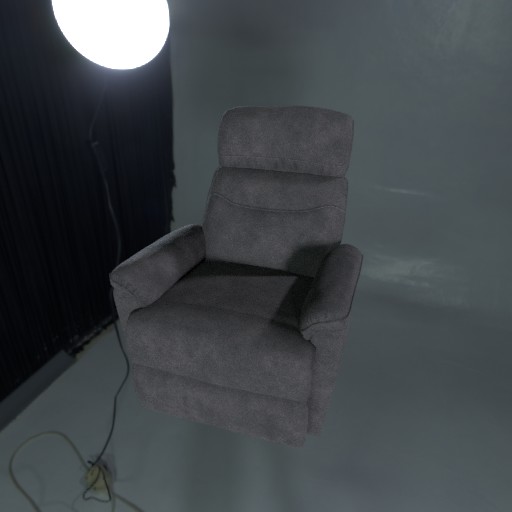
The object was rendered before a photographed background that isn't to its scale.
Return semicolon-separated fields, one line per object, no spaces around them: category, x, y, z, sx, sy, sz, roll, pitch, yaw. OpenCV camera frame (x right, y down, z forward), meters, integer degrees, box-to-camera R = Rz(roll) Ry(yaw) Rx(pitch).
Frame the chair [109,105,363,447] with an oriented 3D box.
chair;0.000;0.000;1.776;0.830;1.035;1.009;8;29;16
